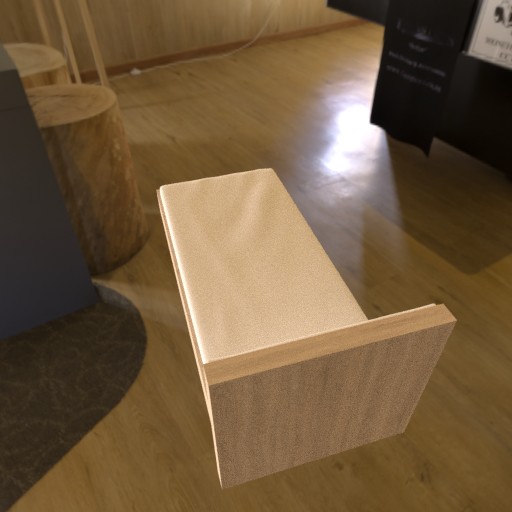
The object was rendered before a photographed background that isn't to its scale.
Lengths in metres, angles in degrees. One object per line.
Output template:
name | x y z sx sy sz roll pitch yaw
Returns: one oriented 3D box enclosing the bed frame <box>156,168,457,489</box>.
bed frame | 0.000 0.000 2.690 0.990 0.920 2.140 -12 43 -12
